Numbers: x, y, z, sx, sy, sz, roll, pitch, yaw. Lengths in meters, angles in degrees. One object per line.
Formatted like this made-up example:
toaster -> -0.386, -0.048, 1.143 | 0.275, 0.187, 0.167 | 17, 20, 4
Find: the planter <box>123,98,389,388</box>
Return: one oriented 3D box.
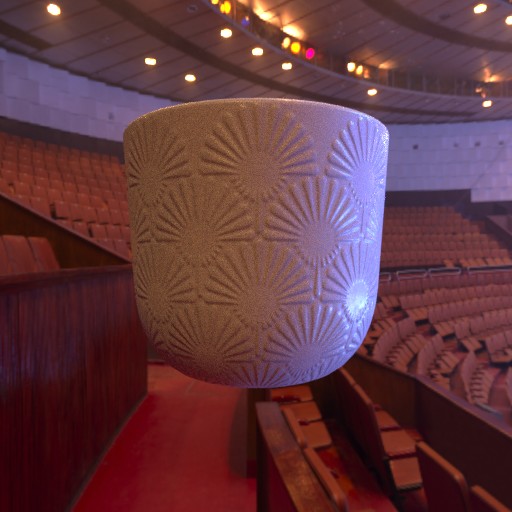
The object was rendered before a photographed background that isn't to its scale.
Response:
planter -> 0.000, 0.000, 0.295 | 0.170, 0.152, 0.170 | 0, 0, 0
